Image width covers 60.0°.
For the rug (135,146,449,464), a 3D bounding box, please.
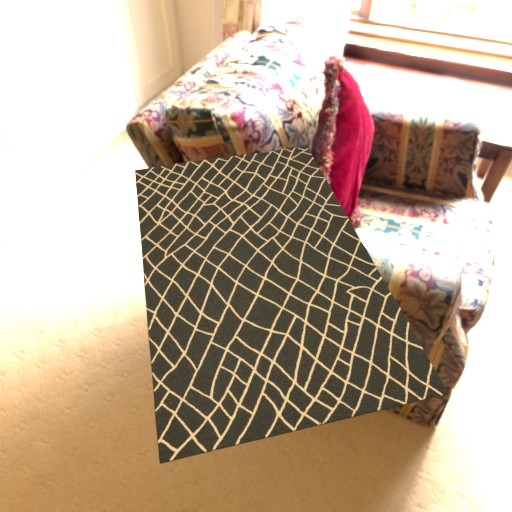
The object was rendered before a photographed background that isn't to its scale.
[{"bbox_3d":[0.000,0.000,3.052,1.529,0.017,2.448,-10,47,-9],"label":"rug"}]
